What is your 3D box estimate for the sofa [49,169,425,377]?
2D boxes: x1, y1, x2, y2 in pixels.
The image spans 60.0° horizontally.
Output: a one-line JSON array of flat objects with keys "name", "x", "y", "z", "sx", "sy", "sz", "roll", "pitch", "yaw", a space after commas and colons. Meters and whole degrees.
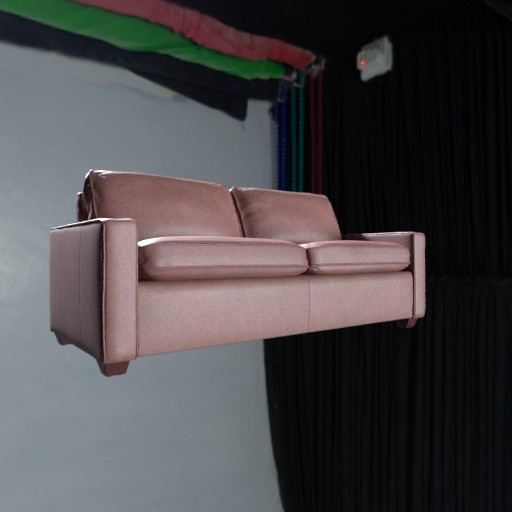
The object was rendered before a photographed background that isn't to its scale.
[{"name": "sofa", "x": 0.000, "y": 0.000, "z": 2.580, "sx": 2.080, "sy": 0.919, "sz": 0.940, "roll": 0, "pitch": 0, "yaw": -36}]
